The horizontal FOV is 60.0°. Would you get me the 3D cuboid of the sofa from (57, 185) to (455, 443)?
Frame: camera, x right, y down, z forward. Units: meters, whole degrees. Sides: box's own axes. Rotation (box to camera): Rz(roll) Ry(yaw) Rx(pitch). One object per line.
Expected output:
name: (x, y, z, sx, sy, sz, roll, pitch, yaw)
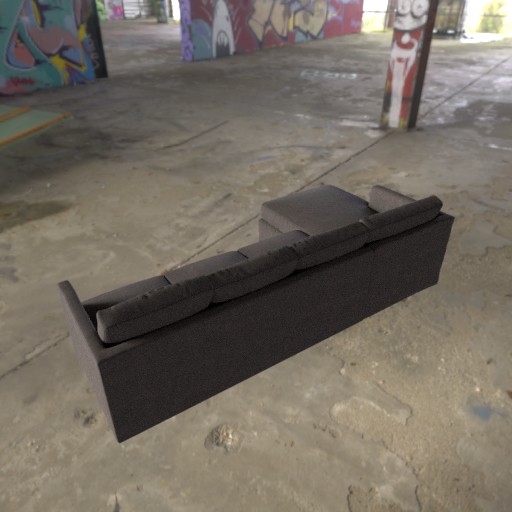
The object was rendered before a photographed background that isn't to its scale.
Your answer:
sofa: (0.000, 0.000, 3.883, 3.205, 0.922, 1.650, -19, 37, -28)
